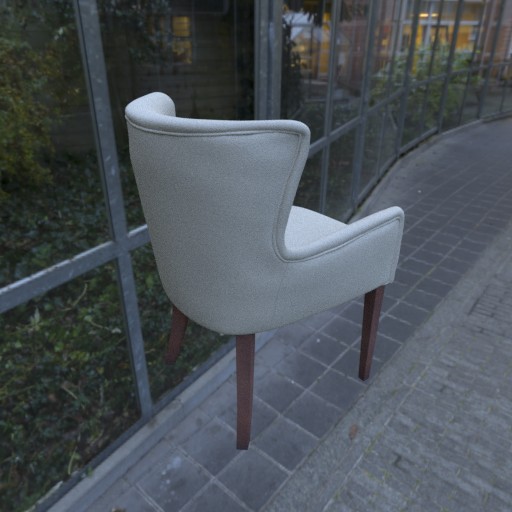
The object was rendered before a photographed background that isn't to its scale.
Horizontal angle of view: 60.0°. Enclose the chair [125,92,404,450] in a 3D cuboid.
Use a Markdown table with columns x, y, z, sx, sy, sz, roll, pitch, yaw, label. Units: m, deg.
| x | y | z | sx | sy | sz | roll | pitch | yaw | label |
| --- | --- | --- | --- | --- | --- | --- | --- | --- | --- |
| 0.000 | 0.000 | 1.412 | 0.686 | 0.952 | 0.660 | -18 | 31 | -32 | chair |
